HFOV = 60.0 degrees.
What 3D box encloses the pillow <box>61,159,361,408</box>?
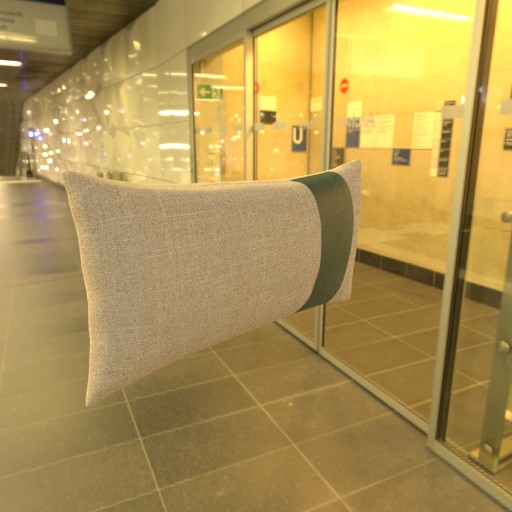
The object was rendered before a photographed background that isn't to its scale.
[{"bbox_3d":[0.000,0.000,1.040,0.197,0.429,0.859,14,20,43],"label":"pillow"}]
